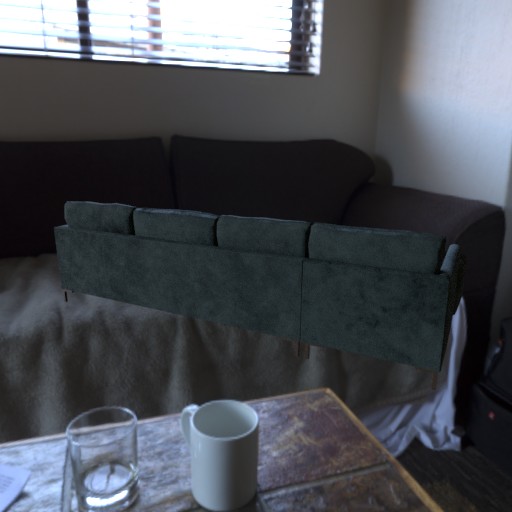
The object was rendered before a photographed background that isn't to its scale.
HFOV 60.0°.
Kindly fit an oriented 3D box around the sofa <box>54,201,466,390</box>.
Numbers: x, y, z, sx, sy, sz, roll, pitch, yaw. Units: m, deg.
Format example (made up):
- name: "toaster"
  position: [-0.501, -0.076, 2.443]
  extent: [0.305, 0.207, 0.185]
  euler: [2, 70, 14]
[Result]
- name: "sofa"
  position: [0.000, 0.000, 4.001]
  extent: [3.400, 0.967, 1.500]
  euler: [8, 17, 26]
